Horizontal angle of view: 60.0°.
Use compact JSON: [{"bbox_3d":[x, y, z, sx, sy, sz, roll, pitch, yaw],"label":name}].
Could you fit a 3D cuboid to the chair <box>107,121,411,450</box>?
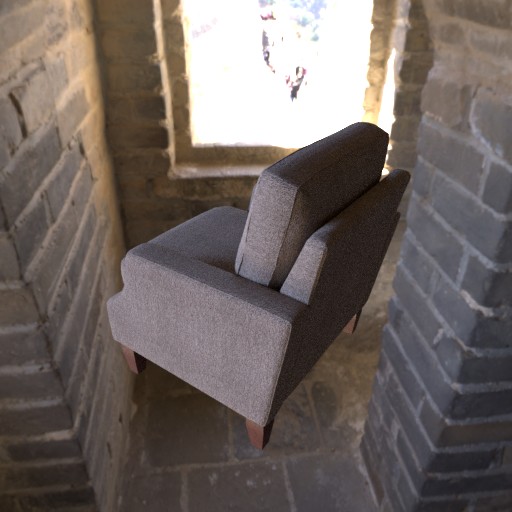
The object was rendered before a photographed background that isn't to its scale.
[{"bbox_3d":[0.000,0.000,1.719,0.897,0.993,0.855,20,36,30],"label":"chair"}]
